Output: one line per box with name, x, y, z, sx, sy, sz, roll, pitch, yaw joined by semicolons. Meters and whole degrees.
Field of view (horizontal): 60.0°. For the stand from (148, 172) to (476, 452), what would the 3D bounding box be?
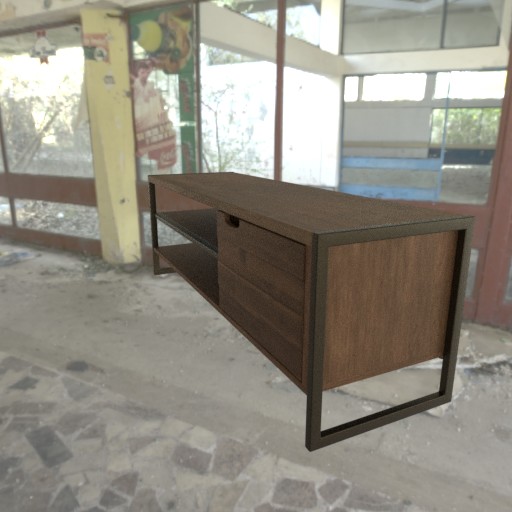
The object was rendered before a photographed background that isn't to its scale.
stand;0.000;0.000;1.674;0.454;0.506;1.480;-7;17;-25
